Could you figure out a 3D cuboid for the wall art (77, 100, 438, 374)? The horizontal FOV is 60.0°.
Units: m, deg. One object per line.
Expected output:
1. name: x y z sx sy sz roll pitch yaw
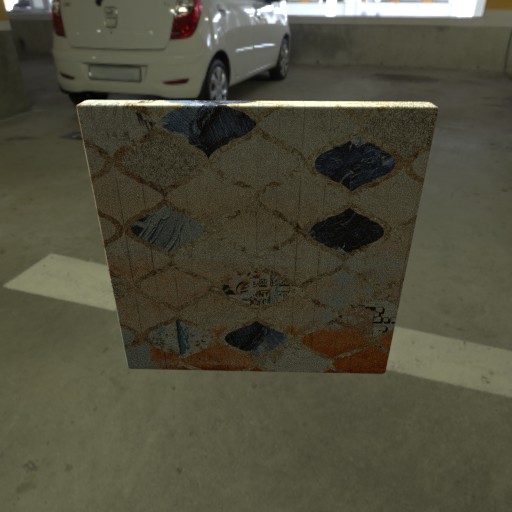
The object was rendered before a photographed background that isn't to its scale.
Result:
1. wall art: 0.000 0.000 0.762 0.507 0.508 0.038 1 30 1
